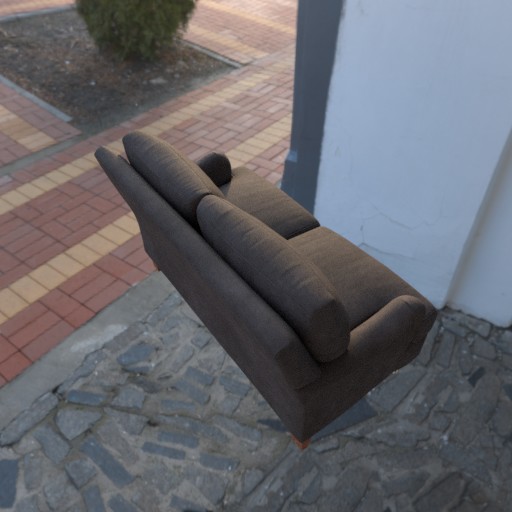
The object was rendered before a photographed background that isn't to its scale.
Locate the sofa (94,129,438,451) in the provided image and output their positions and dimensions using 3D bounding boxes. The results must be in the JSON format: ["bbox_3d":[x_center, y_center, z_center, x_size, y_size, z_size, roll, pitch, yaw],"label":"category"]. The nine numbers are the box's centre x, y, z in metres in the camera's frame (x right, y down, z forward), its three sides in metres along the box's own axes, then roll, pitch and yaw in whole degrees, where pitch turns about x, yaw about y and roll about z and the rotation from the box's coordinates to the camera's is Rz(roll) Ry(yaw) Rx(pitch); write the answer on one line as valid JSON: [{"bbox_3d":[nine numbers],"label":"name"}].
[{"bbox_3d":[0.000,0.000,2.585,1.084,1.101,1.853,-25,48,-26],"label":"sofa"}]
